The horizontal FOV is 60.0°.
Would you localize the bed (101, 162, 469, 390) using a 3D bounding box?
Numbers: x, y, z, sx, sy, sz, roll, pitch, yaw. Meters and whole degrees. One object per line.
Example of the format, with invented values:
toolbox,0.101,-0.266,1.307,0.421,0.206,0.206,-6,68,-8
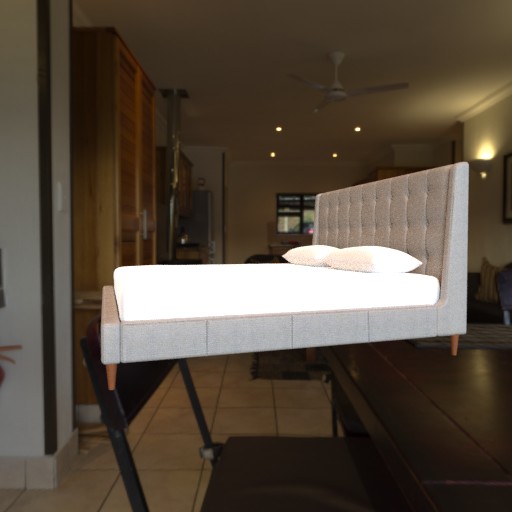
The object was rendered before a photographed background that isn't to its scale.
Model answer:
bed,0.000,0.000,3.561,2.342,1.289,2.062,-1,2,-19
